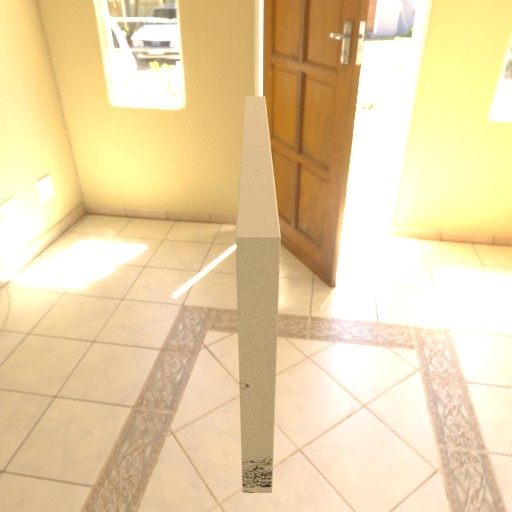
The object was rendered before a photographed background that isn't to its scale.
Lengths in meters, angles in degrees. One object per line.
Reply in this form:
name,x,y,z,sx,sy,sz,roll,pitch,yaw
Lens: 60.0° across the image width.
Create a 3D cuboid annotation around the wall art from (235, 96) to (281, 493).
wall art,0.000,0.000,0.778,0.042,0.414,0.608,0,31,0
